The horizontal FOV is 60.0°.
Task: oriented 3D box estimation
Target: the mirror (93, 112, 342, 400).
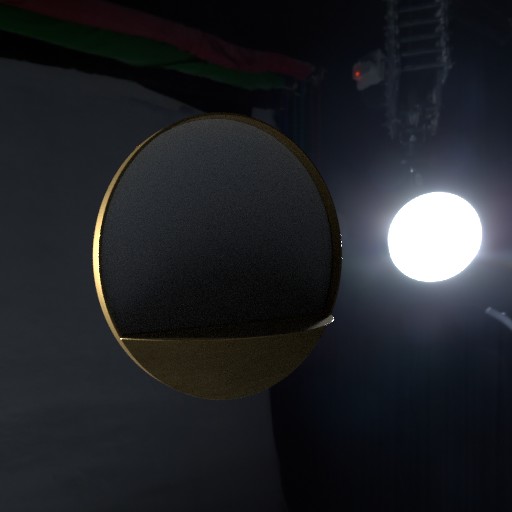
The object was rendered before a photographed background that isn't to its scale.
[{"bbox_3d":[0.000,0.000,0.686,0.457,0.457,0.133,0,0,-35],"label":"mirror"}]
